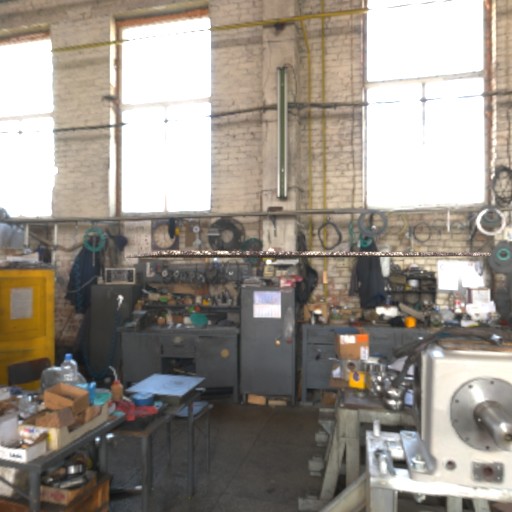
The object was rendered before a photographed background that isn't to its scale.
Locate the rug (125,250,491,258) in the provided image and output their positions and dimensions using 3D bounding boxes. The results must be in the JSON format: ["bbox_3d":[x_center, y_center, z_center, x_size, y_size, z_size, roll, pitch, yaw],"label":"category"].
[{"bbox_3d":[0.000,0.000,2.256,1.186,0.012,1.814,0,-1,-19],"label":"rug"}]
